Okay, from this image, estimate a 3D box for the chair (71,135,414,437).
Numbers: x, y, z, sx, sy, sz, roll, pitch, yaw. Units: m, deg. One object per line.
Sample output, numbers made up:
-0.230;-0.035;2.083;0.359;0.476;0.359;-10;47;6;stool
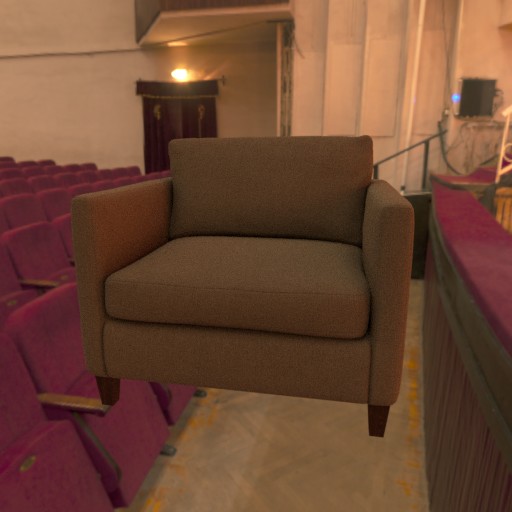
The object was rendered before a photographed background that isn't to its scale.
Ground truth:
0.000;0.000;1.819;1.107;0.963;0.959;3;14;11;chair
